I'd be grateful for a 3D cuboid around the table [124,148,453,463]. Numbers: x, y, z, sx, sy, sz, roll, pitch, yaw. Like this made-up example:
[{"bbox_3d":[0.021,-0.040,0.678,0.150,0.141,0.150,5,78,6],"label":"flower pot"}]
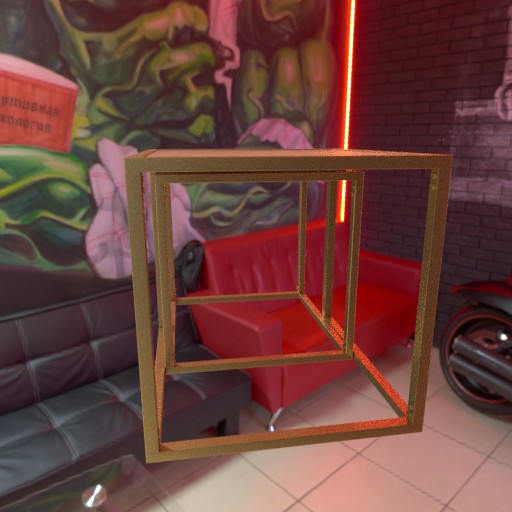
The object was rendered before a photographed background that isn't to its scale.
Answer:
[{"bbox_3d":[0.000,0.000,1.085,0.505,0.505,0.762,-2,15,-9],"label":"table"}]
